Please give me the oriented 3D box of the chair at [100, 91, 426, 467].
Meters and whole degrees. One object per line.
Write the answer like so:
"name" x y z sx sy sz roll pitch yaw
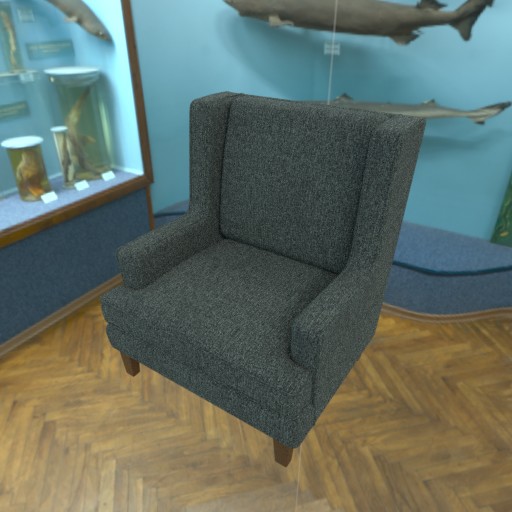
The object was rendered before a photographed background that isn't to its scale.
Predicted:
"chair" 0.000 0.000 1.821 0.942 1.082 0.927 19 35 29
